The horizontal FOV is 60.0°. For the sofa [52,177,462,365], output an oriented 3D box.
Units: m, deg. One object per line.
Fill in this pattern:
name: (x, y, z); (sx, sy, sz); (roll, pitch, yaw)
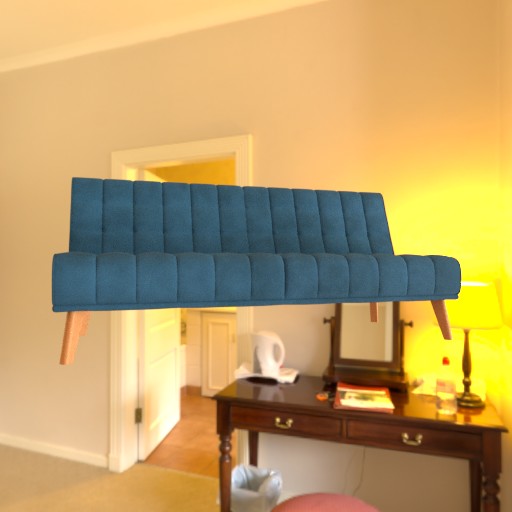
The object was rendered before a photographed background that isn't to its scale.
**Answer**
sofa: (0.000, 0.000, 2.266); (1.804, 0.813, 0.855); (0, -1, -17)
